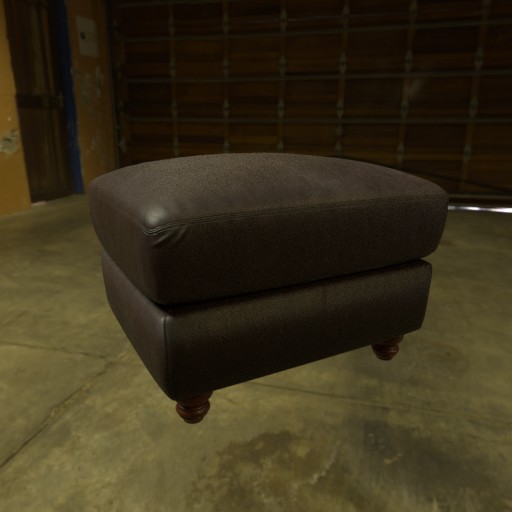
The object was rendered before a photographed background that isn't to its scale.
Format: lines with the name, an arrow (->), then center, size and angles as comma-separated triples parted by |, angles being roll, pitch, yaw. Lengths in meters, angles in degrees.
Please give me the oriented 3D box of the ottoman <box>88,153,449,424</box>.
ottoman -> 0.000, 0.000, 1.271 | 0.806, 0.569, 0.670 | -9, 18, -28
